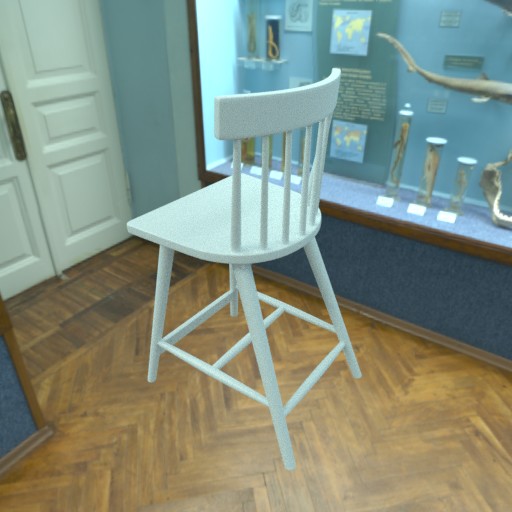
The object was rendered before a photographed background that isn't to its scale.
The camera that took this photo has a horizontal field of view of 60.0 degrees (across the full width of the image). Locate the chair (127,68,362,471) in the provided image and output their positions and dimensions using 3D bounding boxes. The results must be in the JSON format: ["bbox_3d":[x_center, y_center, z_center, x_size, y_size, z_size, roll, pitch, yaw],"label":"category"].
[{"bbox_3d":[0.000,0.000,1.255,0.572,0.952,0.483,21,36,31],"label":"chair"}]
